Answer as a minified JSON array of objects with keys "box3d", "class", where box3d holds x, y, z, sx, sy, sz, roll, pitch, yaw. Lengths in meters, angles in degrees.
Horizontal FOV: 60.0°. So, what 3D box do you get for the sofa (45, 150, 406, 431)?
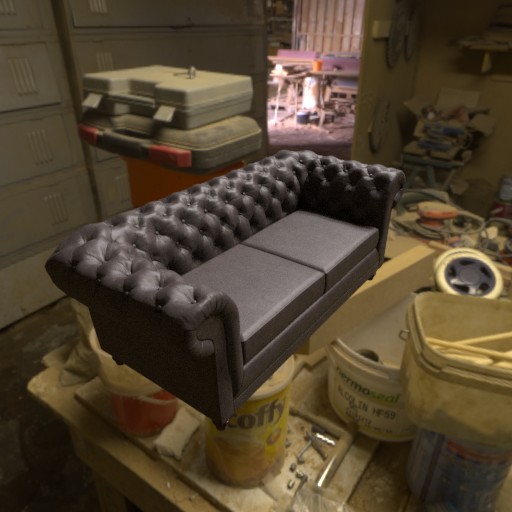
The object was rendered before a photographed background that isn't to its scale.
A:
[{"box3d":[0.000,0.000,2.546,0.944,0.779,2.048,19,34,32],"class":"sofa"}]
